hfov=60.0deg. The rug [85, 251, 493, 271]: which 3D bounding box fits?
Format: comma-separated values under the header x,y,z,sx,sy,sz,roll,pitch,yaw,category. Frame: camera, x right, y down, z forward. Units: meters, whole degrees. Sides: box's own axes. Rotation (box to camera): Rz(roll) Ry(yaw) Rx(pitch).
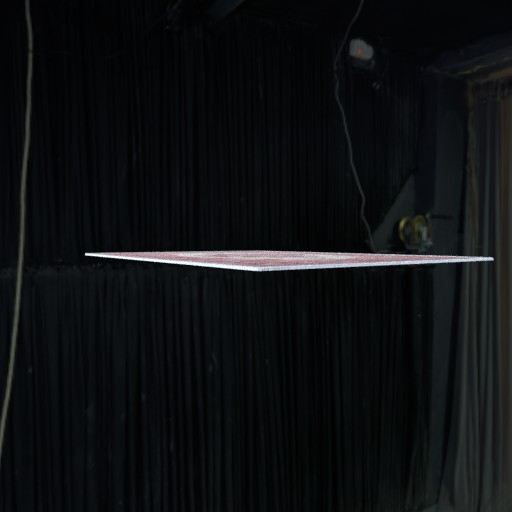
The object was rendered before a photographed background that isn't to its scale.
x,y,z,sx,sy,sz,roll,pitch,yaw,category
0.000,0.000,2.222,1.217,0.011,1.747,-1,2,-35,rug
